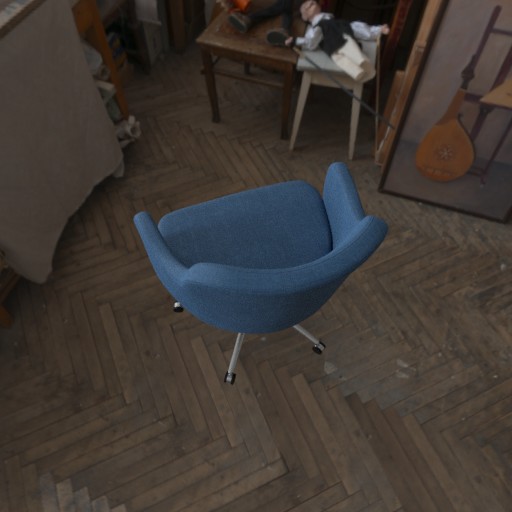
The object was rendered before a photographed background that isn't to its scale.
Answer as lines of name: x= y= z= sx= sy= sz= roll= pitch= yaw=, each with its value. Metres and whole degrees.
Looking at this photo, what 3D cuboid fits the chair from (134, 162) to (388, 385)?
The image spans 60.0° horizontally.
chair: x=0.000 y=0.000 z=1.288 sx=0.599 sy=0.820 sz=0.655 roll=-16 pitch=60 yaw=-10
